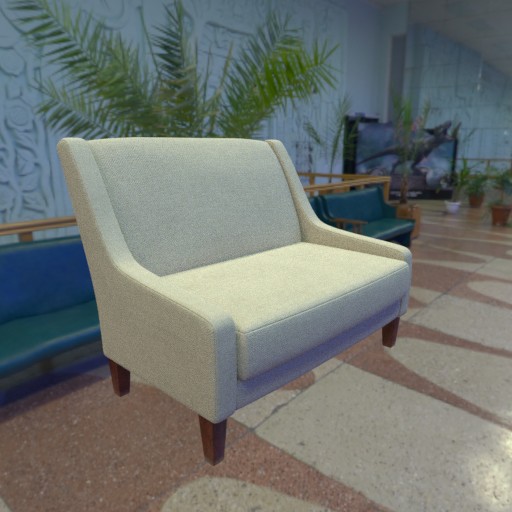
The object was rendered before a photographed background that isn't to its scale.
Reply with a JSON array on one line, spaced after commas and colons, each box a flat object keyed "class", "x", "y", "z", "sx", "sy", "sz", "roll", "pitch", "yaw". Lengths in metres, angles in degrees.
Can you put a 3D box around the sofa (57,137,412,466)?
[{"class": "sofa", "x": 0.000, "y": 0.000, "z": 1.881, "sx": 0.946, "sy": 0.976, "sz": 1.212, "roll": 13, "pitch": 19, "yaw": 42}]
